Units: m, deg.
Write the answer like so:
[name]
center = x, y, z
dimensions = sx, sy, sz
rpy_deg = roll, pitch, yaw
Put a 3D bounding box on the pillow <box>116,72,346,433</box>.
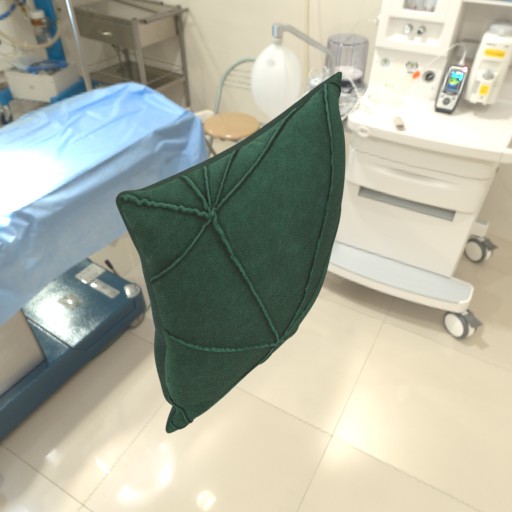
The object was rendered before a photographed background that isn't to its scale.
[pillow]
center = 0.000, 0.000, 0.672
dimensions = 0.184, 0.440, 0.439
rpy_deg = 26, 48, 26
